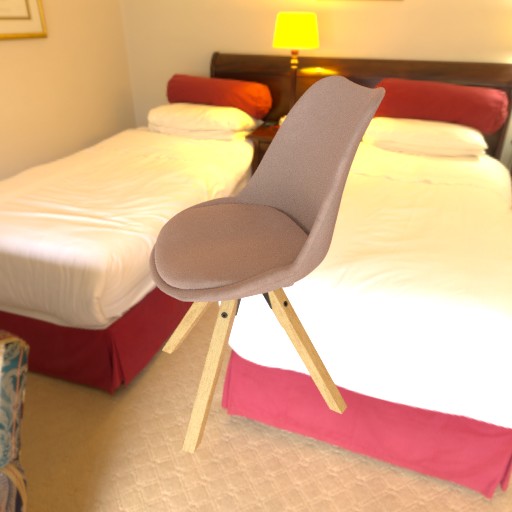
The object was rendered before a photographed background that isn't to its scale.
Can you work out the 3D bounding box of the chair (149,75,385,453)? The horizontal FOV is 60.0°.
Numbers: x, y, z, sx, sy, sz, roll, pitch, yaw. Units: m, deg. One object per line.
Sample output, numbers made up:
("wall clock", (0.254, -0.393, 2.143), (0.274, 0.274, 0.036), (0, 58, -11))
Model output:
("chair", (0.000, 0.000, 1.171), (0.550, 0.850, 0.485), (-9, 30, -15))
